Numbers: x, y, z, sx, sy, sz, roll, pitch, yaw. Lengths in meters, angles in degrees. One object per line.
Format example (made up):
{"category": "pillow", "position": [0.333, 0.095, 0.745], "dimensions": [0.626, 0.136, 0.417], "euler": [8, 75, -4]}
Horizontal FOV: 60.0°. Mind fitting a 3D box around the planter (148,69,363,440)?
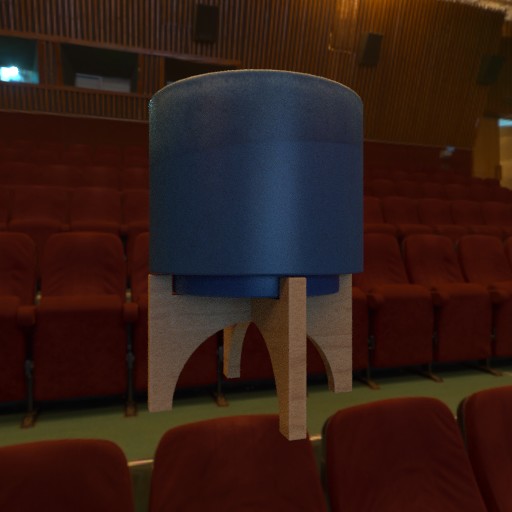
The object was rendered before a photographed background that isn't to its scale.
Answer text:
{"category": "planter", "position": [0.000, 0.000, 0.408], "dimensions": [0.192, 0.263, 0.192], "euler": [0, 0, 0]}
